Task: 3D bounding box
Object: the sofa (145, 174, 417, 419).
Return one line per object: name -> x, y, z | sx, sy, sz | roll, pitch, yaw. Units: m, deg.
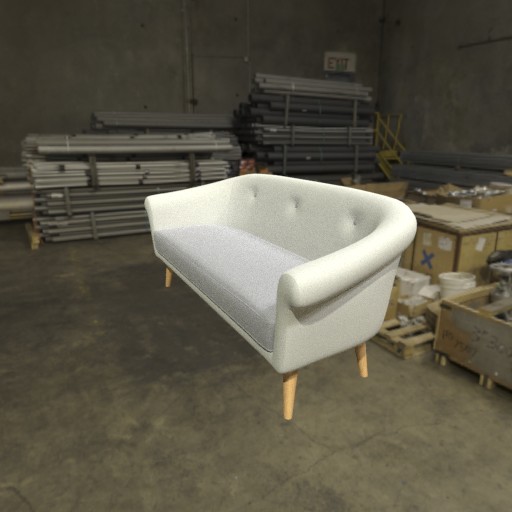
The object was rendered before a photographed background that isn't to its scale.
sofa -> 0.000, 0.000, 2.553 | 0.827, 0.795, 2.160 | -7, 17, -25
